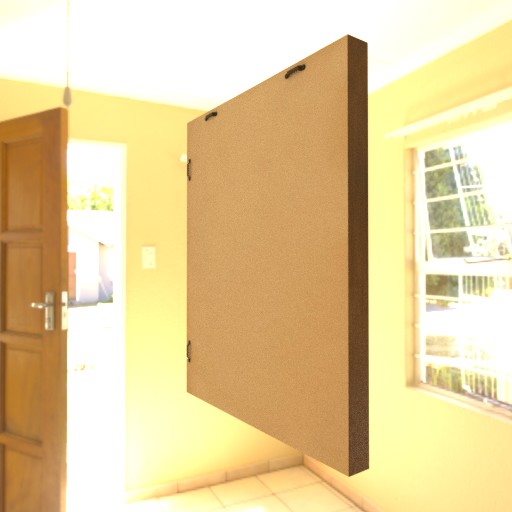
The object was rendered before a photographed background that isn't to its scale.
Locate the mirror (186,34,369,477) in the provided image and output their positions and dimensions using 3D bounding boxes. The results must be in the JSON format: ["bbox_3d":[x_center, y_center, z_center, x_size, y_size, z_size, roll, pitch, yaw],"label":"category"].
[{"bbox_3d":[0.000,0.000,0.682,0.041,0.509,0.406,1,-1,-36],"label":"mirror"}]
